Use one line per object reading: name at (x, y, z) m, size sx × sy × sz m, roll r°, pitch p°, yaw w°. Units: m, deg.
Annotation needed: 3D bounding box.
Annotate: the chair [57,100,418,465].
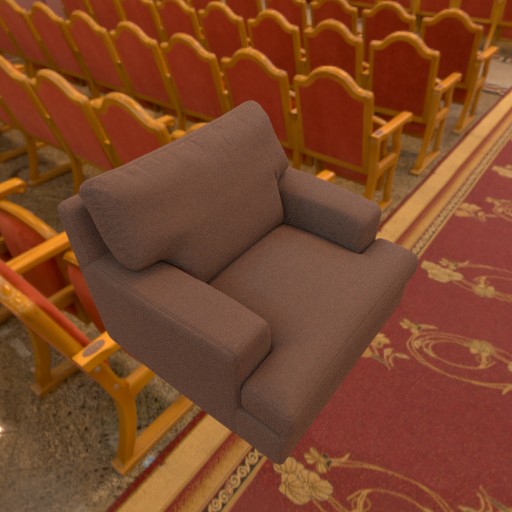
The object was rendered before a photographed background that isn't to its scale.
chair at (0.000, 0.000, 1.991) m, size 1.143 × 0.940 × 1.168 m, roll 27°, pitch 48°, yaw 28°
